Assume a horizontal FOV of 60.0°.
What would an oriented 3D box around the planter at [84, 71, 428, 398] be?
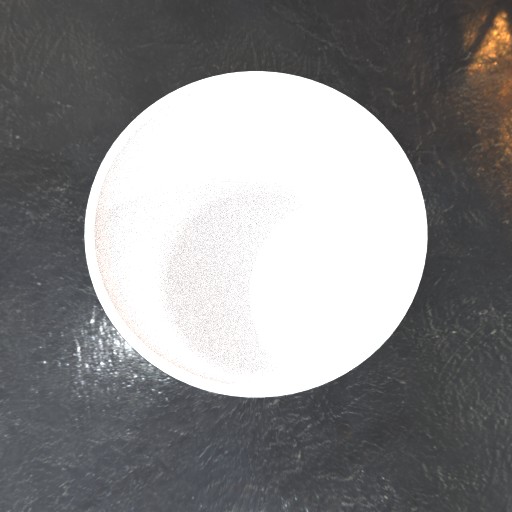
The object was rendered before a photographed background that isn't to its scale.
[{"bbox_3d":[0.000,0.000,0.435,0.254,0.221,0.254,0,75,0],"label":"planter"}]
